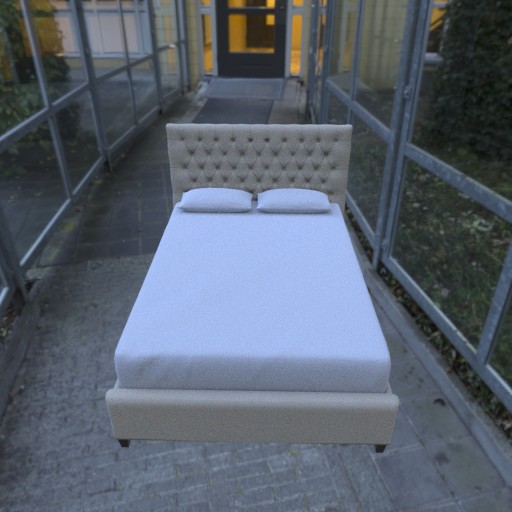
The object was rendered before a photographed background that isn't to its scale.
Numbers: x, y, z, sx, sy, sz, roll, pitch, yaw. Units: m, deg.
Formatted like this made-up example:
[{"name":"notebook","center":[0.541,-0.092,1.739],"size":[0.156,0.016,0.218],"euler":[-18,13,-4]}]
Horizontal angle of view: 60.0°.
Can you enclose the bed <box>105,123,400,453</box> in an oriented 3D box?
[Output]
[{"name":"bed","center":[0.000,0.000,3.388],"size":[1.698,1.427,2.387],"euler":[1,31,1]}]
